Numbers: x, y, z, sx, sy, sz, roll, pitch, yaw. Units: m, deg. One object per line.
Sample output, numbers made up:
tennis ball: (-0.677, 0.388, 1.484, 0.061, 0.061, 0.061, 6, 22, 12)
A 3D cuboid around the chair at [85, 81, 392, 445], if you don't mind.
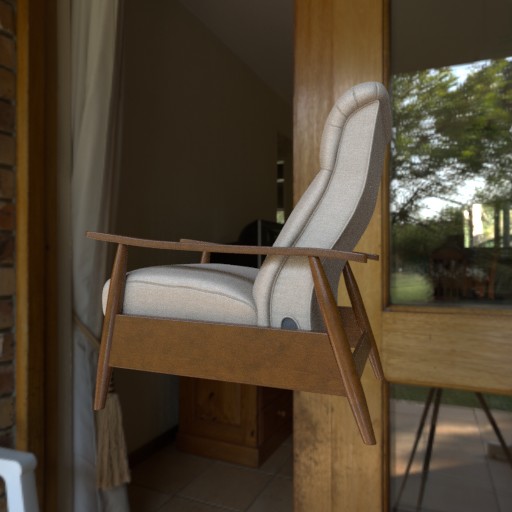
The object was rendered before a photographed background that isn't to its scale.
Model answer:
chair: (0.000, 0.000, 1.761, 1.030, 1.082, 0.762, 0, 0, 18)
